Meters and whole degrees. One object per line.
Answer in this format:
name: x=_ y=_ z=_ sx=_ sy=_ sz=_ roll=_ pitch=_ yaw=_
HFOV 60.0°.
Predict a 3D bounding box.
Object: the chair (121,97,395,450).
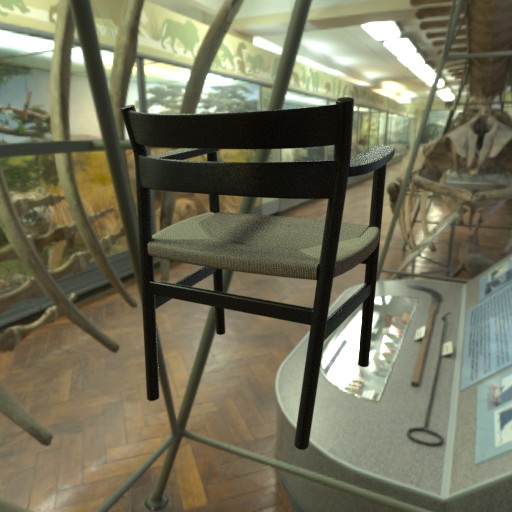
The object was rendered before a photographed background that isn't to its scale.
chair: x=0.000 y=0.000 z=1.200 sx=0.630 sy=0.775 sz=0.508 roll=7 pitch=17 yaw=25
